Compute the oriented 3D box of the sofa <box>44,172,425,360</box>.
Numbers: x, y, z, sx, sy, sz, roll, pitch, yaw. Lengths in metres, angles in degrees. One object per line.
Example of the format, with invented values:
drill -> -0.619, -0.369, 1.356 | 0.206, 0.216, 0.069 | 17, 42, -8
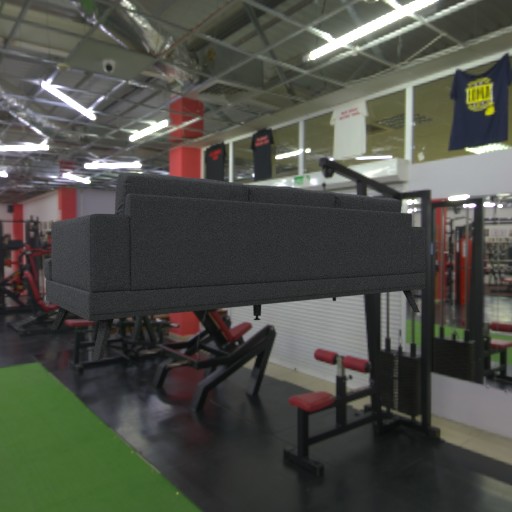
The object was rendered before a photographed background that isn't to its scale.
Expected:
sofa -> 0.000, 0.000, 2.803 | 2.310, 0.810, 0.920 | -1, 2, -36
